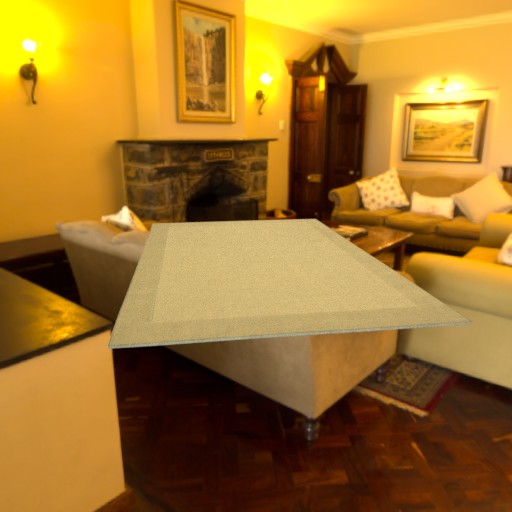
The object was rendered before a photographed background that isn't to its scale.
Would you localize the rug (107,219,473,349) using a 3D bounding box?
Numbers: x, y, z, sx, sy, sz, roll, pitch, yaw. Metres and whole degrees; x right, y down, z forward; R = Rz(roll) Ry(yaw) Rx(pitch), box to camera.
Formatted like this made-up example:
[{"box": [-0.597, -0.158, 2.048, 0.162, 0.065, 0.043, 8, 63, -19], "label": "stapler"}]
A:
[{"box": [0.000, 0.000, 2.961, 1.524, 0.014, 2.438, -2, 16, -8], "label": "rug"}]
